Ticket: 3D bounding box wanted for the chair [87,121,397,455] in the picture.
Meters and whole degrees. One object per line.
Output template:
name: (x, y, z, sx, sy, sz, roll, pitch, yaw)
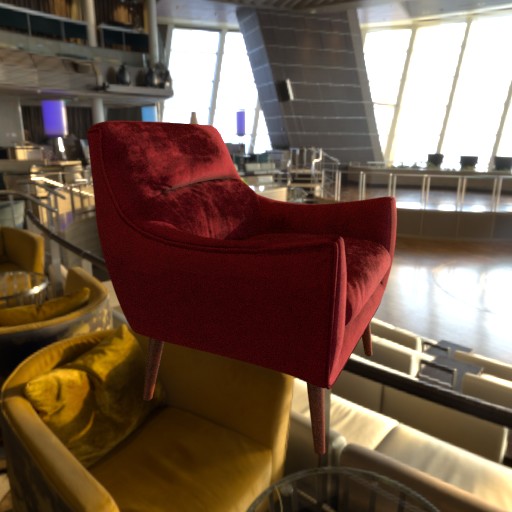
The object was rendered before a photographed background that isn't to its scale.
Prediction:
chair: (0.000, 0.000, 1.435, 0.787, 0.838, 0.762, 7, 17, 25)
